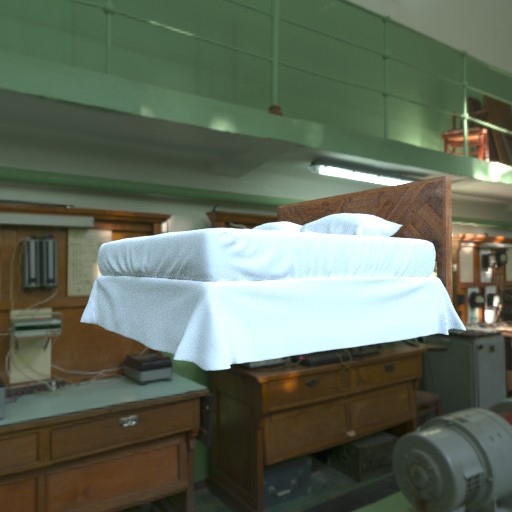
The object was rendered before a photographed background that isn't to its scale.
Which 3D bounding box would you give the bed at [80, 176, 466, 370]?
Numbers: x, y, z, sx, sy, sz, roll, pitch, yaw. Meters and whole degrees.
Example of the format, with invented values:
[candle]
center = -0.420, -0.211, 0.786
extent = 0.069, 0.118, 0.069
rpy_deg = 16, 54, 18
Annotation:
[bed]
center = 0.000, 0.000, 3.477
extent = 2.165, 1.158, 2.255
rpy_deg = 1, -2, -35
